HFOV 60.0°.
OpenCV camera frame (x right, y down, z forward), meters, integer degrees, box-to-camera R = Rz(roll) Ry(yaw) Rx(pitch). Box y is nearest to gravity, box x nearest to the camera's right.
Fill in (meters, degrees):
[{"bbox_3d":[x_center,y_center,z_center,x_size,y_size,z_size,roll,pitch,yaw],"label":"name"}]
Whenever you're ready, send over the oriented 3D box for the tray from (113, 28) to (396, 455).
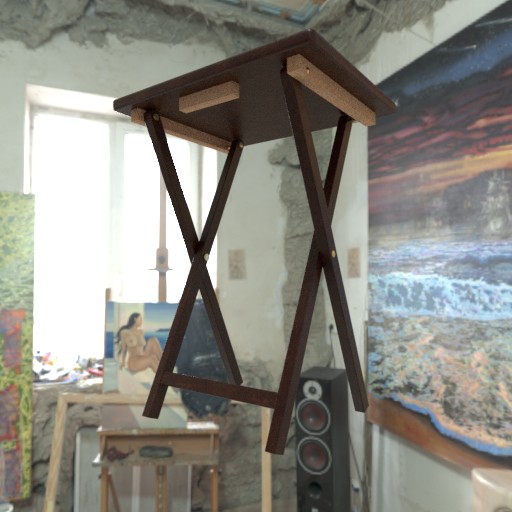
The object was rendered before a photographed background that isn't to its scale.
[{"bbox_3d":[0.000,0.000,0.940,0.483,0.660,0.381,-2,-3,36],"label":"tray"}]
